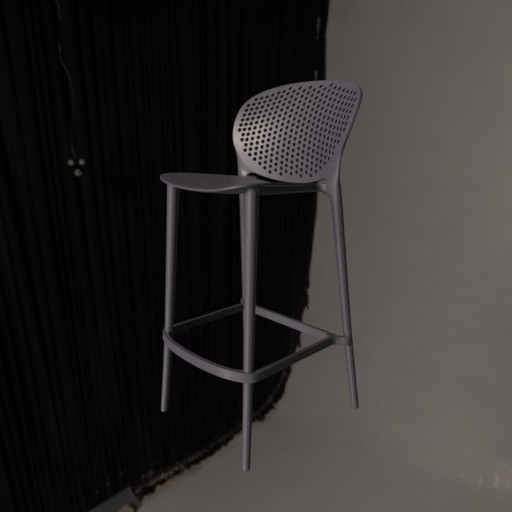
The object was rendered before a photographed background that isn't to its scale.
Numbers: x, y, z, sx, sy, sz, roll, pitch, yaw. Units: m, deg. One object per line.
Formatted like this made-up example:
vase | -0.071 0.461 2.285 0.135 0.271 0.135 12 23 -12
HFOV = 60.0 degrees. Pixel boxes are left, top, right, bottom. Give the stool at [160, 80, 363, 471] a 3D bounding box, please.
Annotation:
stool | 0.000 0.000 1.369 0.536 1.045 0.535 15 22 42
